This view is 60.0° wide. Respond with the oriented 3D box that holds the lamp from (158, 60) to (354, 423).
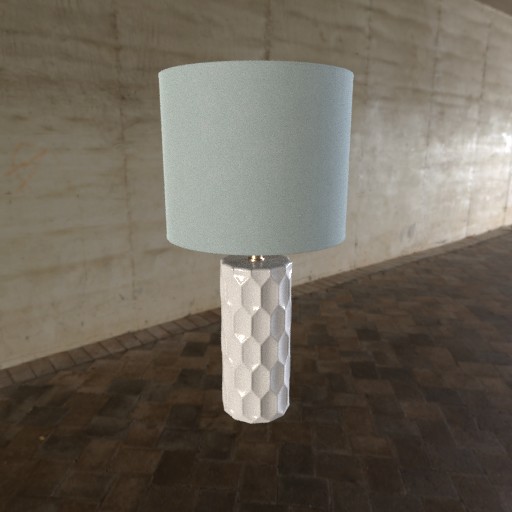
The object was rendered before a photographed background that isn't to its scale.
[{"bbox_3d":[0.000,0.000,0.708,0.277,0.534,0.277,-2,15,-7],"label":"lamp"}]
